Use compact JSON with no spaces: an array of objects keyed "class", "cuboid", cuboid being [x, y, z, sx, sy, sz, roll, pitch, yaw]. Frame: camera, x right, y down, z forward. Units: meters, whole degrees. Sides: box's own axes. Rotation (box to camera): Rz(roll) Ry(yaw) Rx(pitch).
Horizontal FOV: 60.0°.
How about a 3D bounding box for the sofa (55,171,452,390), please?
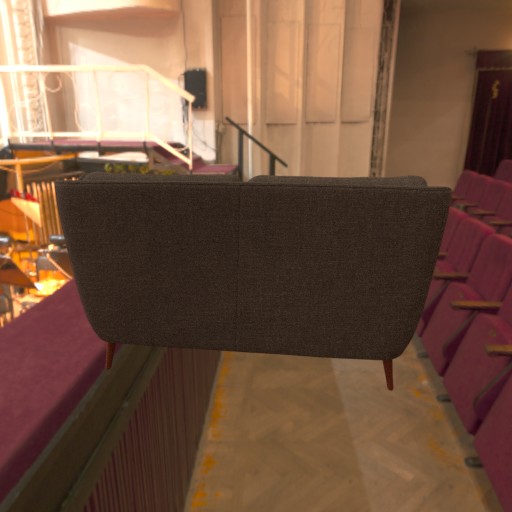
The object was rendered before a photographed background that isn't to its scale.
[{"class":"sofa","cuboid":[0.000,0.000,2.220,1.646,0.887,0.976,2,17,7]}]
